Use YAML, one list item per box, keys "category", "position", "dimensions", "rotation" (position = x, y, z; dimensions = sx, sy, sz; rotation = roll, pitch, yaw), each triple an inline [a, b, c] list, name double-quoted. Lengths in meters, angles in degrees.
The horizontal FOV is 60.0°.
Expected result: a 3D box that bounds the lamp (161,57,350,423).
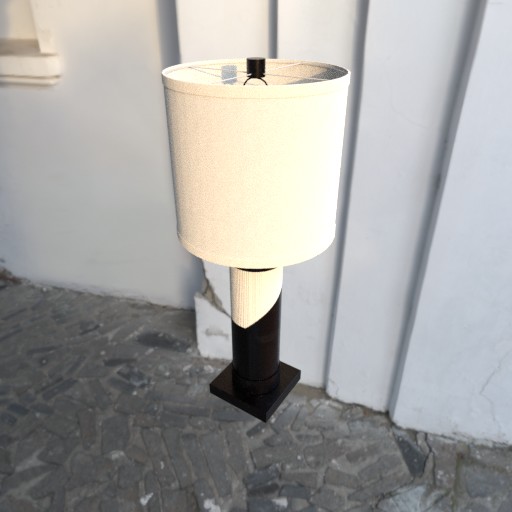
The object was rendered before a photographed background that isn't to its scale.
- category: "lamp"
  position: [0.000, 0.000, 0.622]
  dimensions: [0.211, 0.509, 0.211]
  rotation: [19, 35, 29]
